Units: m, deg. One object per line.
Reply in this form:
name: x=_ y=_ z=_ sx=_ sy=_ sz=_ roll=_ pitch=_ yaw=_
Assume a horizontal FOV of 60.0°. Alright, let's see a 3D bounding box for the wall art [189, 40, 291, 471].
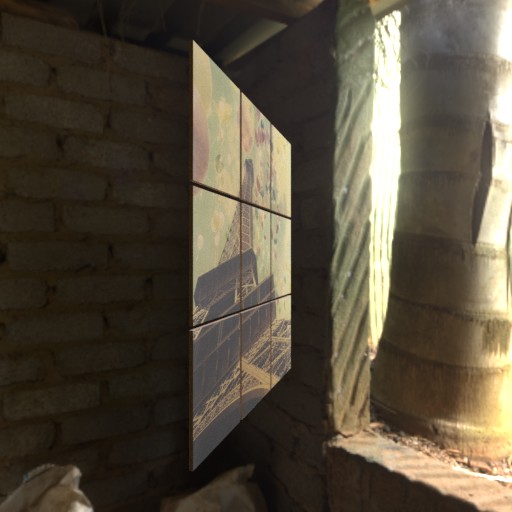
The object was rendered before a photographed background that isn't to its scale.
wall art: x=0.000 y=0.000 z=1.833 sx=0.013 sy=1.218 sz=1.219 roll=0 pitch=0 yaw=18
